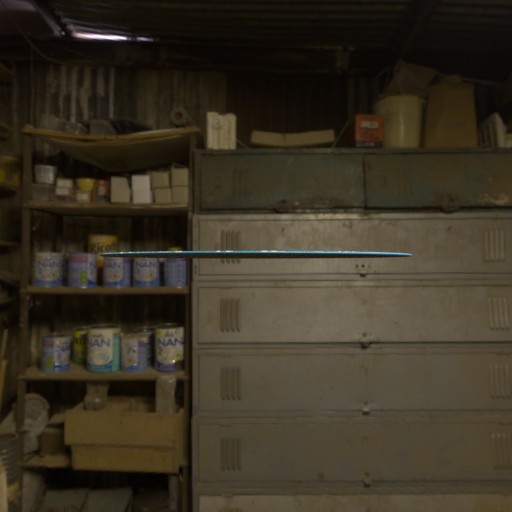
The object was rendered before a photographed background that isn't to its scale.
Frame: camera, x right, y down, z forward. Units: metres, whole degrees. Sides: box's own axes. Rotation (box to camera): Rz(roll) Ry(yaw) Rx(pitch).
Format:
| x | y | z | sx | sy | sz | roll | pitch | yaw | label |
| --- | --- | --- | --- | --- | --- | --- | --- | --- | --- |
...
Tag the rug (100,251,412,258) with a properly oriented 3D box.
| x | y | z | sx | sy | sz | roll | pitch | yaw | label |
| --- | --- | --- | --- | --- | --- | --- | --- | --- | --- |
| 0.000 | 0.000 | 2.397 | 1.593 | 0.012 | 1.593 | 0 | -1 | 0 | rug |
